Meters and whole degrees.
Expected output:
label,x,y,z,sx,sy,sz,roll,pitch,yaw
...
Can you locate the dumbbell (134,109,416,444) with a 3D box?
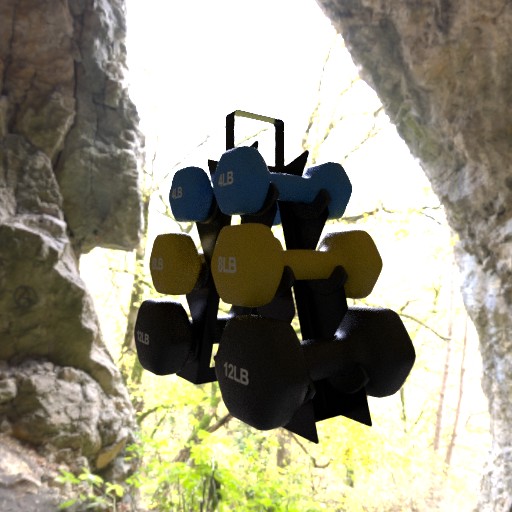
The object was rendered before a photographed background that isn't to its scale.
label,x,y,z,sx,sy,sz,roll,pitch,yaw
dumbbell,0.000,0.000,0.674,0.255,0.426,0.409,0,-1,-35
